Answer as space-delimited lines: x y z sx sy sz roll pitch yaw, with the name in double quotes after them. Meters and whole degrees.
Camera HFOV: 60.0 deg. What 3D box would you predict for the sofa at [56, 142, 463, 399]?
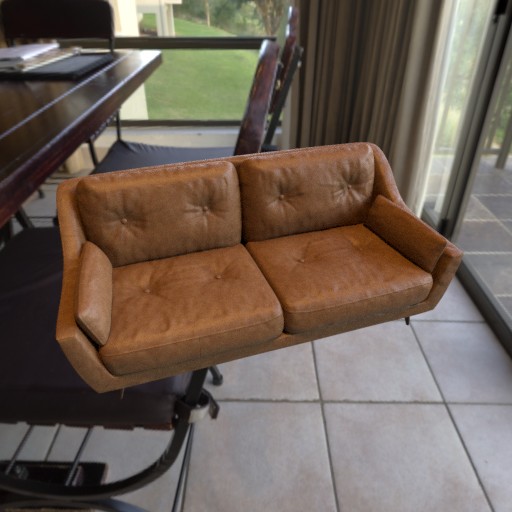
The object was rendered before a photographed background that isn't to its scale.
0.000 0.000 2.322 1.902 0.839 0.904 -11 35 -16 "sofa"
